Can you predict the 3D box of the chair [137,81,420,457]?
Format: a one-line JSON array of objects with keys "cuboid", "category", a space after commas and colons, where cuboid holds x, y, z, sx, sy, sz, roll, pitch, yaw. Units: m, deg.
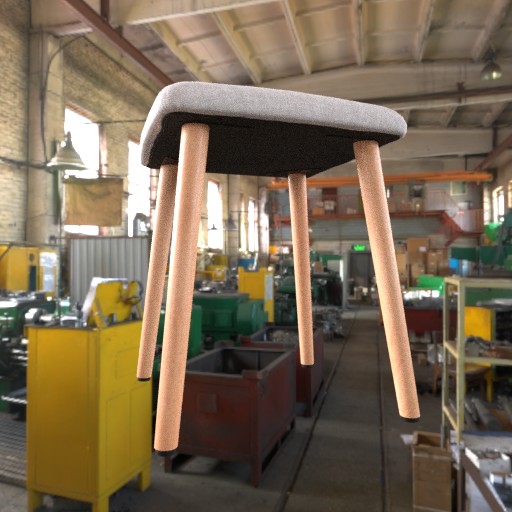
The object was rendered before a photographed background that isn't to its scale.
[{"cuboid": [0.000, 0.000, 0.695, 0.350, 0.440, 0.350, 0, -1, -18], "category": "chair"}]
